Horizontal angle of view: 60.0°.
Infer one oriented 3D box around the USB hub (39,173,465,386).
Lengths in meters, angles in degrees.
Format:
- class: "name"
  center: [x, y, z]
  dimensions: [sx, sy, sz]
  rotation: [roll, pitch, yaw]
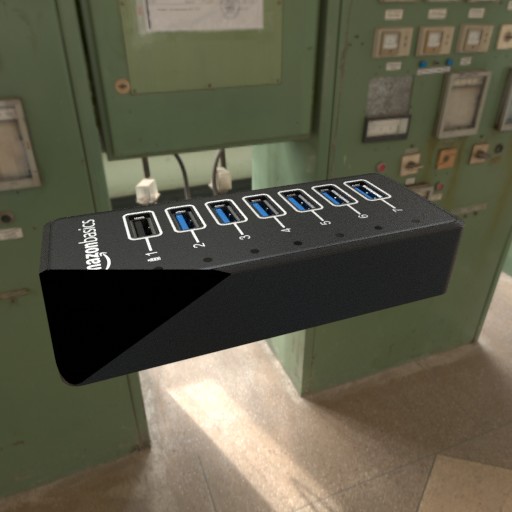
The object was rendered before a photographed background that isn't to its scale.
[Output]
- class: "USB hub"
  center: [0.000, 0.000, 0.127]
  dimensions: [0.110, 0.023, 0.044]
  rotation: [-11, 33, -17]
